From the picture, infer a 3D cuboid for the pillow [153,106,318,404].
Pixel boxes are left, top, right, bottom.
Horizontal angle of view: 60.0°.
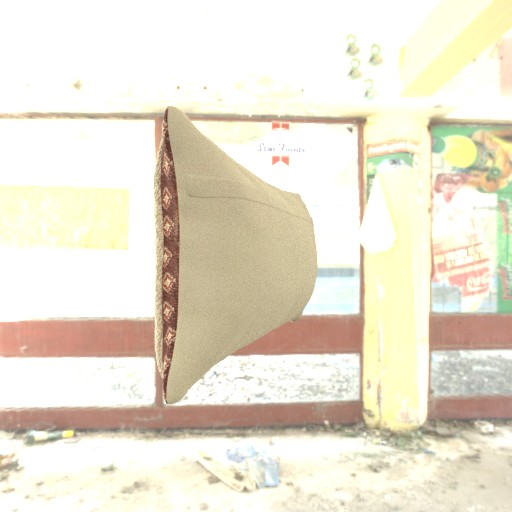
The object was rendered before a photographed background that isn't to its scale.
[{"bbox_3d":[0.000,0.000,0.721,0.161,0.295,0.608,0,0,18],"label":"pillow"}]
